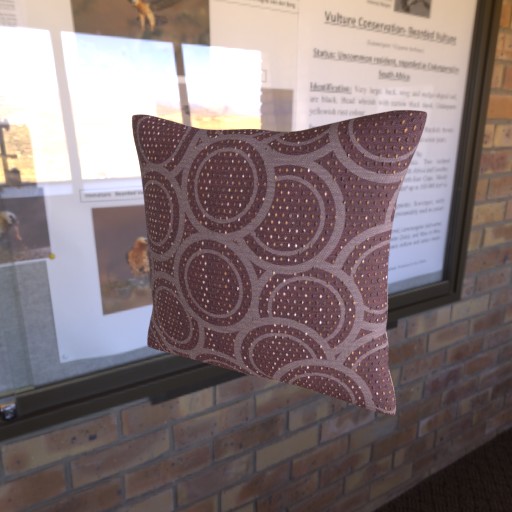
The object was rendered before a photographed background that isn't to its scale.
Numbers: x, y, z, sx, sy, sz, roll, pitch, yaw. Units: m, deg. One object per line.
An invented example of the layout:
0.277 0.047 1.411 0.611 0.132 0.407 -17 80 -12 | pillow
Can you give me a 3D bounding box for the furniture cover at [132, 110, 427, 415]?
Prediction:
0.000 0.000 0.825 0.552 0.509 0.193 8 18 26 | furniture cover
